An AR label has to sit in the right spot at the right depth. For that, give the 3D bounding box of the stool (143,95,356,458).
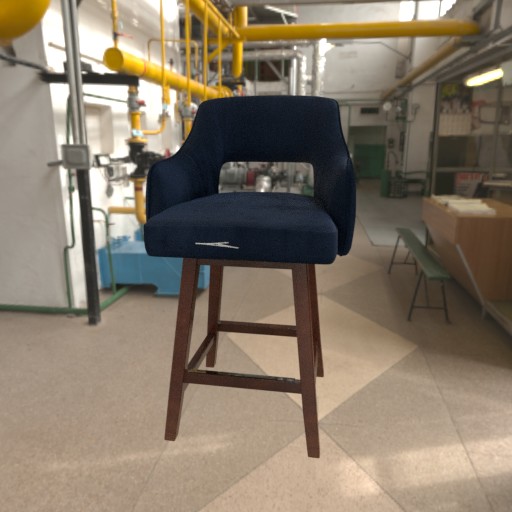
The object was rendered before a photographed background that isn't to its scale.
[{"bbox_3d":[0.000,0.000,1.307,0.550,0.940,0.560,3,15,10],"label":"stool"}]
